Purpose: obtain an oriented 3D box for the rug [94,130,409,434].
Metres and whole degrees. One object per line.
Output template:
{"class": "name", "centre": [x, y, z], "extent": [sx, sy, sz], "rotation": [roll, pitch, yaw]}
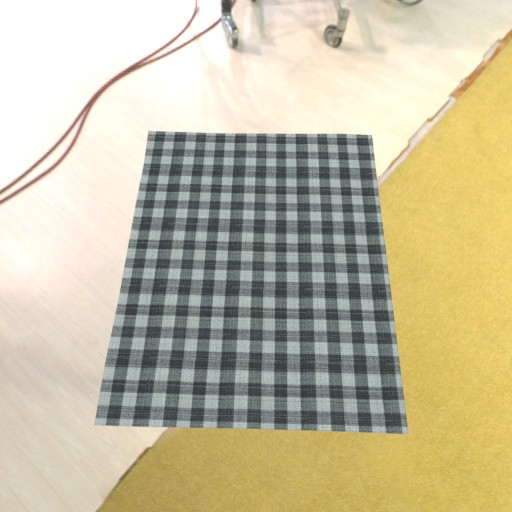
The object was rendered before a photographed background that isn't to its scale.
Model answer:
{"class": "rug", "centre": [0.000, 0.000, 4.114], "extent": [2.432, 0.013, 3.021], "rotation": [1, 63, 1]}
